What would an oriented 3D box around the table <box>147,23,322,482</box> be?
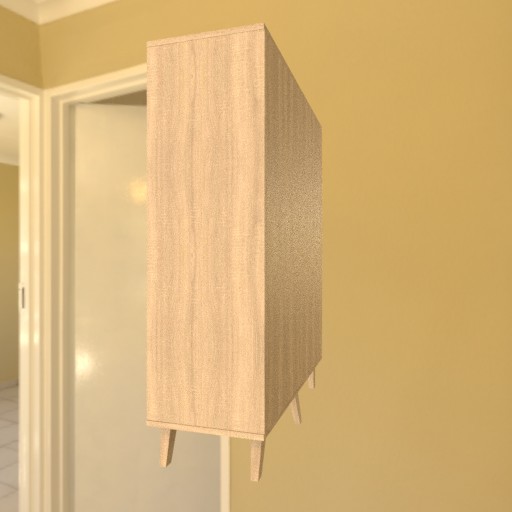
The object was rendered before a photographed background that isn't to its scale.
[{"bbox_3d":[0.000,0.000,1.905,0.398,1.388,1.111,0,0,17],"label":"table"}]
